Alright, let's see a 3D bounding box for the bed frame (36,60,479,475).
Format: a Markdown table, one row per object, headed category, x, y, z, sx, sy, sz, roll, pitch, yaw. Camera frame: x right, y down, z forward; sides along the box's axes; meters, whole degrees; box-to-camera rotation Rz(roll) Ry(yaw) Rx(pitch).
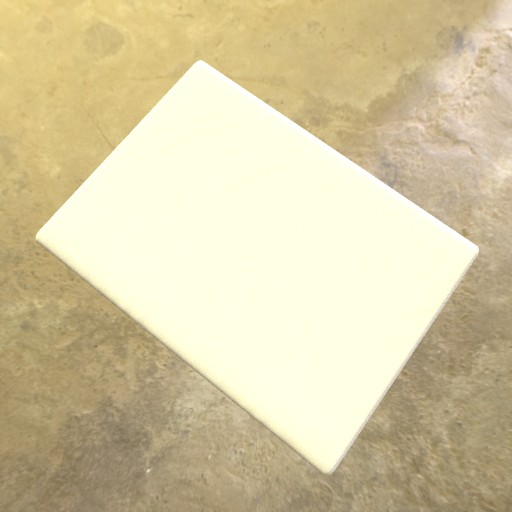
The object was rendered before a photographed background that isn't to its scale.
| category | x | y | z | sx | sy | sz | roll | pitch | yaw |
| --- | --- | --- | --- | --- | --- | --- | --- | --- | --- |
| bed frame | 0.000 | 0.000 | 2.549 | 1.900 | 0.561 | 1.400 | 37 | 79 | 9 |
